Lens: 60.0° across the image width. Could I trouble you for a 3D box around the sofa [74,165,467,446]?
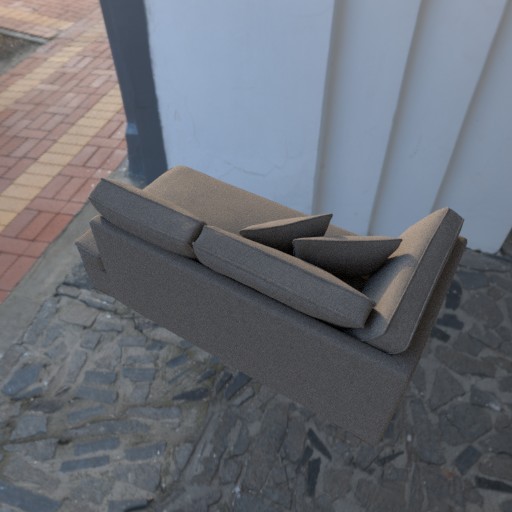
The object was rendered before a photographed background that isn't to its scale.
[{"bbox_3d":[0.000,0.000,2.854,2.237,1.033,1.110,24,51,22],"label":"sofa"}]
